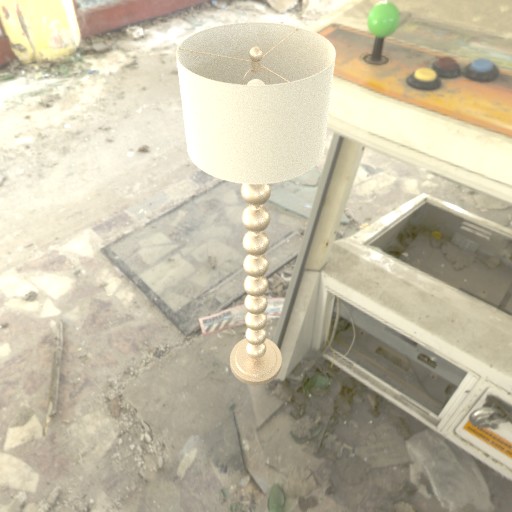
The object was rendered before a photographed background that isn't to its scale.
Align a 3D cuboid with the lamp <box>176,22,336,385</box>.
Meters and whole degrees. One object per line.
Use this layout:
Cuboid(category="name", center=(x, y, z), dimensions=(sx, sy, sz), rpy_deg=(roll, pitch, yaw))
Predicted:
Cuboid(category="lamp", center=(0.000, 0.000, 1.617), dimensions=(0.394, 1.474, 0.394), rpy_deg=(-18, 49, -16))
